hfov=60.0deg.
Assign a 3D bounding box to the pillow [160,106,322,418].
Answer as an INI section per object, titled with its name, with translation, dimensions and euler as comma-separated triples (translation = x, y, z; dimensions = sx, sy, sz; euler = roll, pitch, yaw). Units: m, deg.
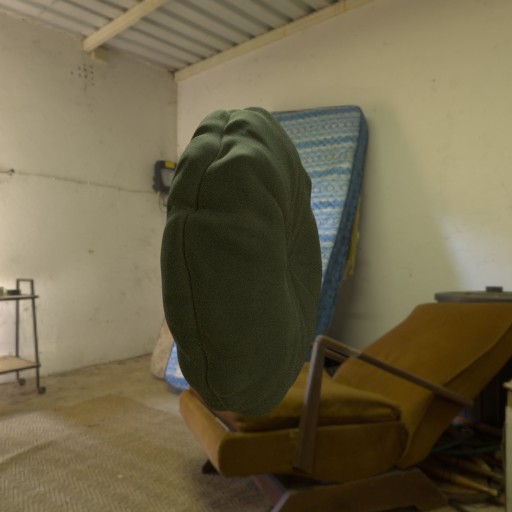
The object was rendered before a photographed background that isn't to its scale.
[pillow]
translation = 0.000, 0.000, 0.638
dimensions = 0.148, 0.407, 0.428
euler = 0, -1, 18
